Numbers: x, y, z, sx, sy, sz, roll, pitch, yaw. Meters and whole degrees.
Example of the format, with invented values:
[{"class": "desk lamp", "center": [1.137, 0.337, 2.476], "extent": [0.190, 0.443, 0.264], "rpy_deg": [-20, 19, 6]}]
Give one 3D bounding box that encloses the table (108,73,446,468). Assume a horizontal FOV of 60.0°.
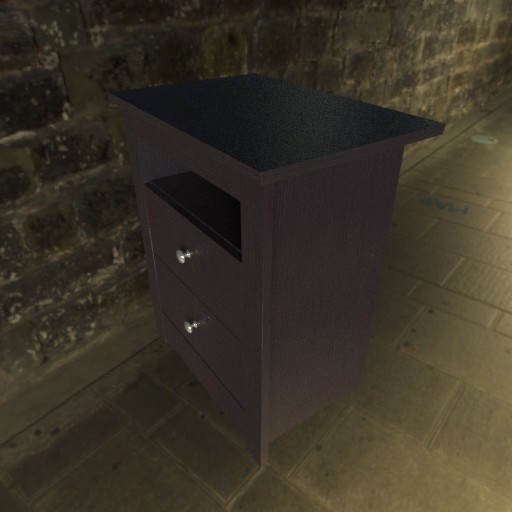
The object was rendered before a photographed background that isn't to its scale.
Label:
[{"class": "table", "center": [0.000, 0.000, 1.080], "extent": [0.408, 0.711, 0.589], "rpy_deg": [-21, 38, -29]}]
